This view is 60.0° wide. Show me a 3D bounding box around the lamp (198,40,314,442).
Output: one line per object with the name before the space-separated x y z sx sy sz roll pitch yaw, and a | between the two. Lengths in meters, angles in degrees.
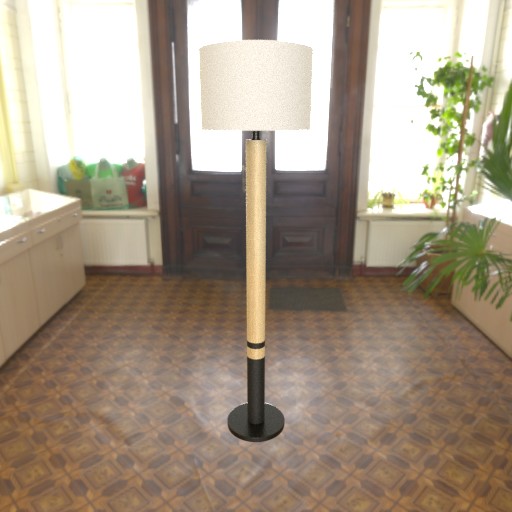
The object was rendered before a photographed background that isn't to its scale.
lamp | 0.000 0.000 1.679 0.381 1.478 0.381 15 22 42
